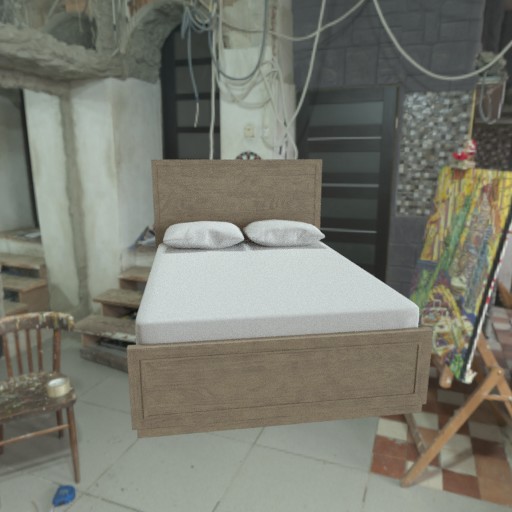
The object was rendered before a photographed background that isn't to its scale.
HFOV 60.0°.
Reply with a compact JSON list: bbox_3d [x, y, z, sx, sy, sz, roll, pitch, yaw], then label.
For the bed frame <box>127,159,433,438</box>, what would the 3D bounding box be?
[{"bbox_3d":[0.000,0.000,3.283,1.606,1.369,2.189,-2,13,-8],"label":"bed frame"}]
